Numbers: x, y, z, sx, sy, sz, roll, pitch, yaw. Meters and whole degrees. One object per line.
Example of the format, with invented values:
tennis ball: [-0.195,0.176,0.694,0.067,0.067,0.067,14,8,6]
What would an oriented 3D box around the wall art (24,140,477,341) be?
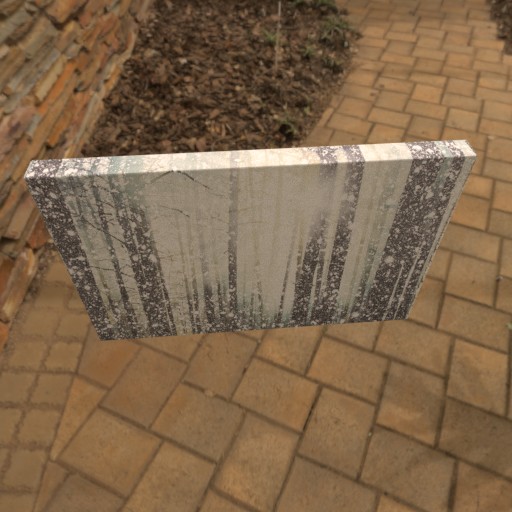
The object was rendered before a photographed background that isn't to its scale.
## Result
wall art: [0.000,0.000,0.758,0.618,0.398,0.042,-3,47,-3]
